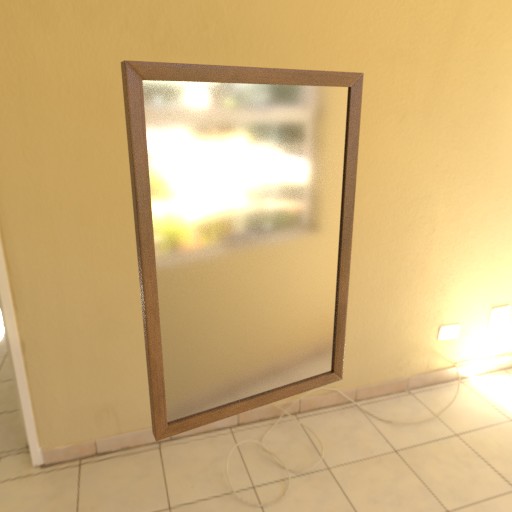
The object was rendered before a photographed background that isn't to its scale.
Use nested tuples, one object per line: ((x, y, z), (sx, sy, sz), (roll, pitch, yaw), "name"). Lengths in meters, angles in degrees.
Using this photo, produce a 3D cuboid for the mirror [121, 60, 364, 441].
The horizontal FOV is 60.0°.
((0.000, 0.000, 1.168), (0.609, 0.915, 0.040), (-9, 20, -26), "mirror")
